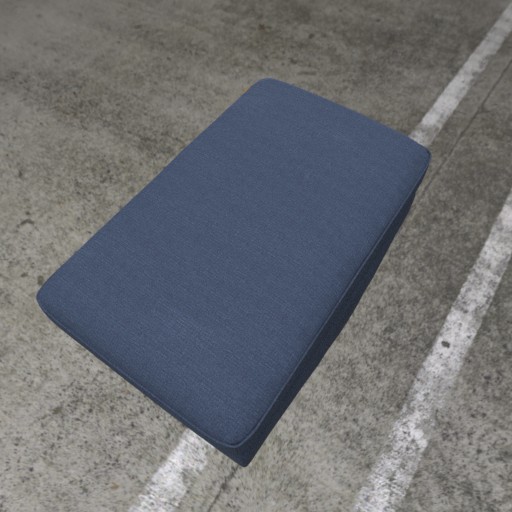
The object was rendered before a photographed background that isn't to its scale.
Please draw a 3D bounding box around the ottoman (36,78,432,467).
[{"bbox_3d":[0.000,0.000,1.169,0.570,0.438,0.885,31,64,17],"label":"ottoman"}]
